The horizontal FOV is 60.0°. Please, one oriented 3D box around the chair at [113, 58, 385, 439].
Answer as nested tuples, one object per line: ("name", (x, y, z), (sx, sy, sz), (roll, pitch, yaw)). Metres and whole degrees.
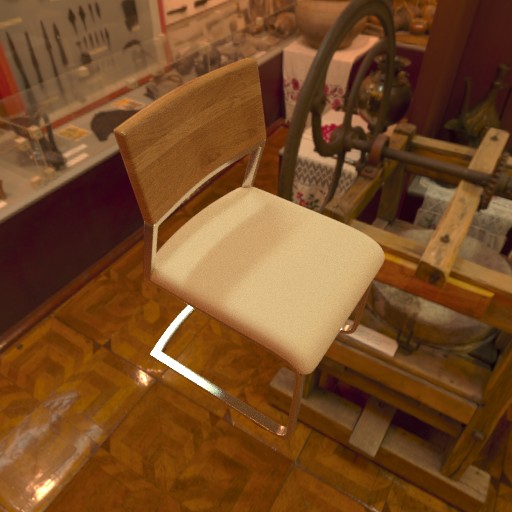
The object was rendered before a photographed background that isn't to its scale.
("chair", (0.000, 0.000, 1.205), (0.585, 0.844, 0.467), (24, 49, 24))
